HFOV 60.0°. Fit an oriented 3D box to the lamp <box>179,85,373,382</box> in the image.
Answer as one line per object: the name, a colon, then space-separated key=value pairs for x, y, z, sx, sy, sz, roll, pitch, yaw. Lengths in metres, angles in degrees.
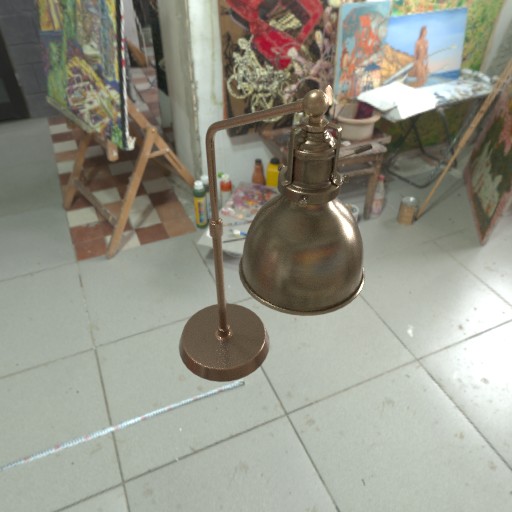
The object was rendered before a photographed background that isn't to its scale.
lamp: x=0.000 y=0.000 z=0.572 sx=0.286 sy=0.456 sz=0.153 roll=26 pitch=47 yaw=27
